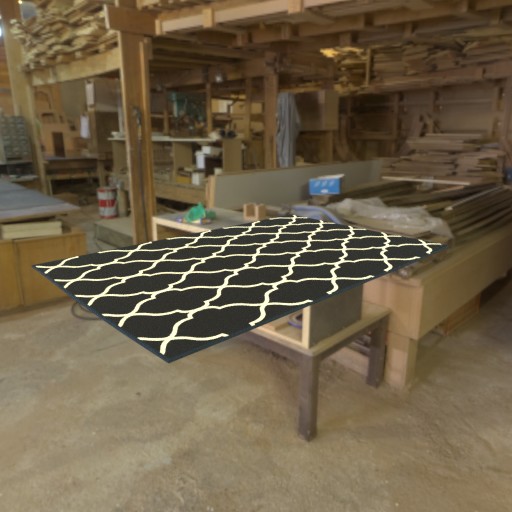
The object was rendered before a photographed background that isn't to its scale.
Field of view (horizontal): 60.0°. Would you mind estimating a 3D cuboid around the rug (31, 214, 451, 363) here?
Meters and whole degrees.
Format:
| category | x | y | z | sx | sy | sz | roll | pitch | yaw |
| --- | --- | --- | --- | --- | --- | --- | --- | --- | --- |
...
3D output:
| category | x | y | z | sx | sy | sz | roll | pitch | yaw |
| --- | --- | --- | --- | --- | --- | --- | --- | --- | --- |
| rug | 0.000 | 0.000 | 2.857 | 2.294 | 0.014 | 1.528 | -15 | 22 | -41 |
